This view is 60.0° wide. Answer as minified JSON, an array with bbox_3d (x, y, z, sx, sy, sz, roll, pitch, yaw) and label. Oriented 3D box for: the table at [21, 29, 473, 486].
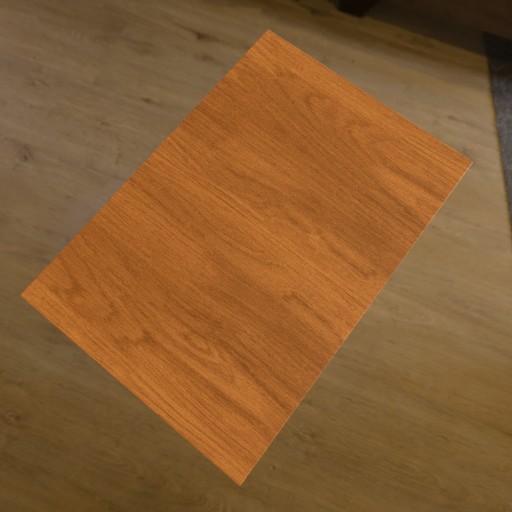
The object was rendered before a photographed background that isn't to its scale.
[{"bbox_3d":[0.000,0.000,1.850,0.900,0.770,1.300,37,78,9],"label":"table"}]
